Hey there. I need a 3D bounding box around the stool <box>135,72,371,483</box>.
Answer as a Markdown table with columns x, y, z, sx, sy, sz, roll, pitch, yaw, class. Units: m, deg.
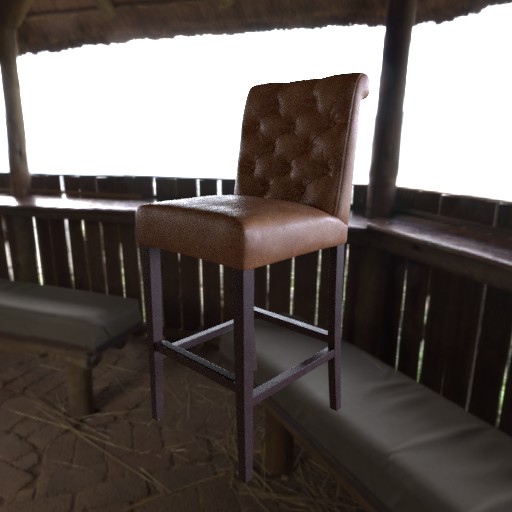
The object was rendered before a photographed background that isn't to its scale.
| x | y | z | sx | sy | sz | roll | pitch | yaw | class |
| --- | --- | --- | --- | --- | --- | --- | --- | --- | --- |
| 0.000 | 0.000 | 1.454 | 0.493 | 1.140 | 0.601 | 13 | 19 | 41 | stool |
